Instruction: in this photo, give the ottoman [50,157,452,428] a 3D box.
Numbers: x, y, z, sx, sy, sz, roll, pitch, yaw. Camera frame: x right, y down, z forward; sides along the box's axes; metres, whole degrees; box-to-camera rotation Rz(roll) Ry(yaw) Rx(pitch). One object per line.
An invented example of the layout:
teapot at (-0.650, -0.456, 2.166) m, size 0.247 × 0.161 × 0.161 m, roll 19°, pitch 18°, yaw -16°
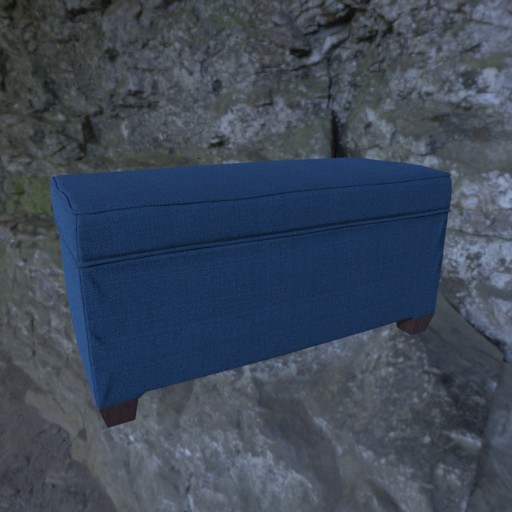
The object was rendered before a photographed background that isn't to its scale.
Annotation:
ottoman at (0.000, 0.000, 1.185) m, size 0.943 × 0.474 × 0.474 m, roll -9°, pitch 21°, yaw -26°
